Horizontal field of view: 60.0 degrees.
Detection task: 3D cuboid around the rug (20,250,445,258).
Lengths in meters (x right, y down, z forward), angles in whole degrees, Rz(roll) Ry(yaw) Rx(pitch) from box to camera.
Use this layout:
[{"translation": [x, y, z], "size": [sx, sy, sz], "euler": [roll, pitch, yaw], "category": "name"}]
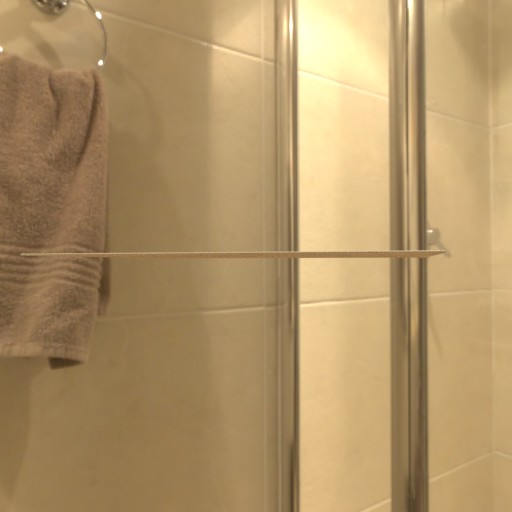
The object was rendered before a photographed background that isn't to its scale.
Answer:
[{"translation": [0.000, 0.000, 3.961], "size": [2.945, 0.014, 2.353], "euler": [0, -1, 19], "category": "rug"}]
